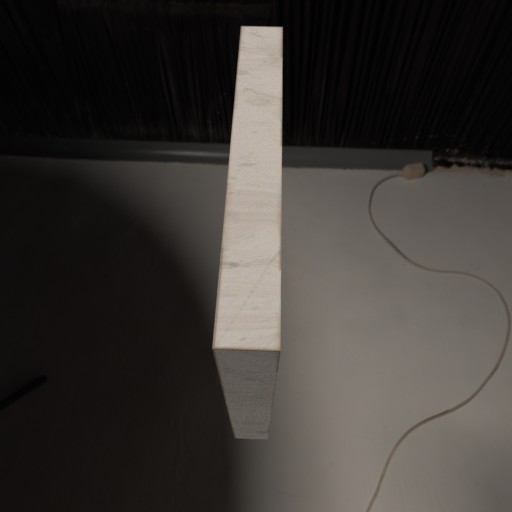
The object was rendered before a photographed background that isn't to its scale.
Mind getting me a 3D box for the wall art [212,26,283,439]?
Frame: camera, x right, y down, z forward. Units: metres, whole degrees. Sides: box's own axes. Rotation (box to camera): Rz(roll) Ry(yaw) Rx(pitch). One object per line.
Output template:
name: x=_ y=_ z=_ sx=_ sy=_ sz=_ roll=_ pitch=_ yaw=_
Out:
wall art: x=0.000 y=0.000 z=0.454 sx=0.038 sy=0.303 sz=0.305 roll=2 pitch=59 yaw=1
